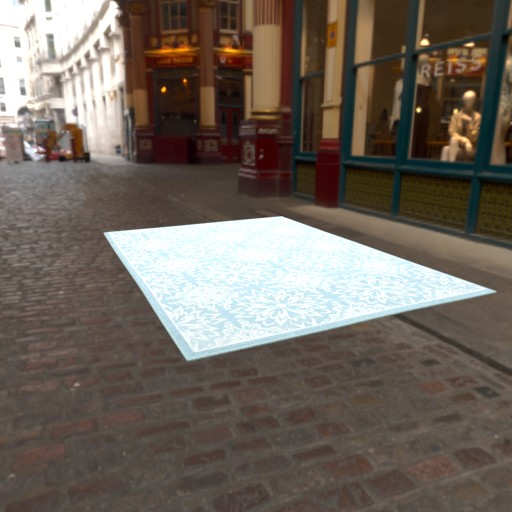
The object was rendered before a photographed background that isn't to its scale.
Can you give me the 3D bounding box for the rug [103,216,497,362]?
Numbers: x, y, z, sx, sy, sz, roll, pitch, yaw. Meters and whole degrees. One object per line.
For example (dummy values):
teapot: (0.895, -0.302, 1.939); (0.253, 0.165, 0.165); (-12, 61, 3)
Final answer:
rug: (0.000, 0.000, 2.820); (1.589, 0.014, 2.205); (-7, 17, -24)
